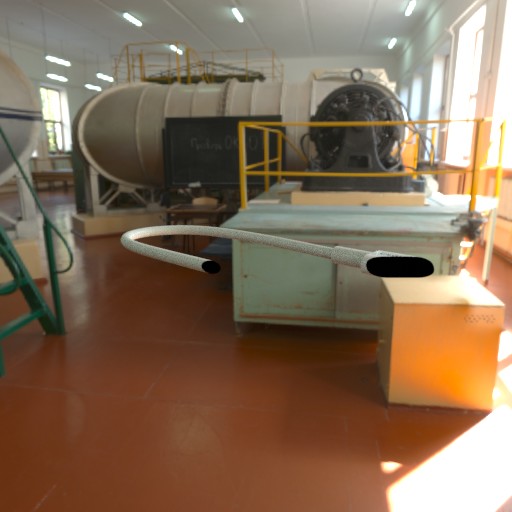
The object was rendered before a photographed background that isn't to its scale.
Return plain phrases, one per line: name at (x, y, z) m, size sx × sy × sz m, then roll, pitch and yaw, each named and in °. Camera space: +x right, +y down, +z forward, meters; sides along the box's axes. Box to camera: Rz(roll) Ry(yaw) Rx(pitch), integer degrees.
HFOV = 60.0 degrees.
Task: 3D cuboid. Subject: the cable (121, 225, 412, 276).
cable at (0.000, 0.000, 0.110) m, size 0.098 × 0.005 × 0.041 m, roll 13°, pitch 19°, yaw 43°
